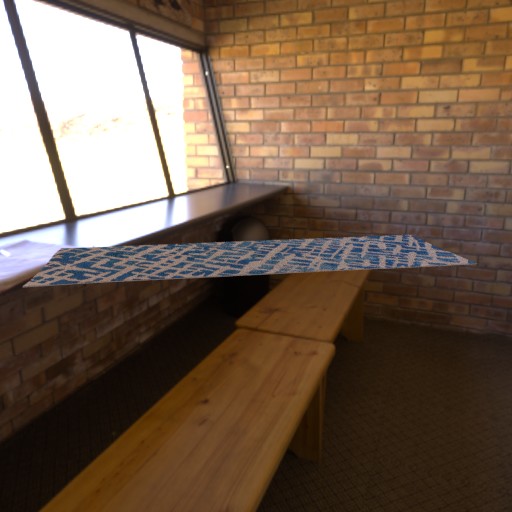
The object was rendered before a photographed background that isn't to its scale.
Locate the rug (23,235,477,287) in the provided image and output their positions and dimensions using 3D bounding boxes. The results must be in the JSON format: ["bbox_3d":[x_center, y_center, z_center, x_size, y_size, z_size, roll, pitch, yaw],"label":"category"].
[{"bbox_3d":[0.000,0.000,2.709,2.446,0.011,0.768,-3,15,-9],"label":"rug"}]
